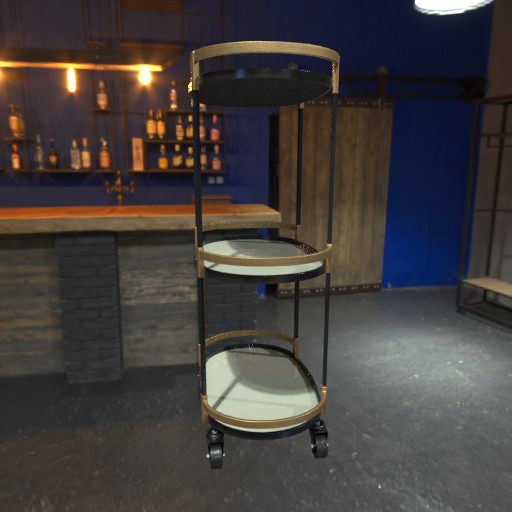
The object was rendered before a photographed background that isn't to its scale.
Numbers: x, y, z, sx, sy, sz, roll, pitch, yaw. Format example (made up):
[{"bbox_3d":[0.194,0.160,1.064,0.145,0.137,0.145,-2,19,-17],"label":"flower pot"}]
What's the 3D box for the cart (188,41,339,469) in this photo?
[{"bbox_3d":[0.000,0.000,1.118,0.311,0.885,0.515,-2,13,-8],"label":"cart"}]
